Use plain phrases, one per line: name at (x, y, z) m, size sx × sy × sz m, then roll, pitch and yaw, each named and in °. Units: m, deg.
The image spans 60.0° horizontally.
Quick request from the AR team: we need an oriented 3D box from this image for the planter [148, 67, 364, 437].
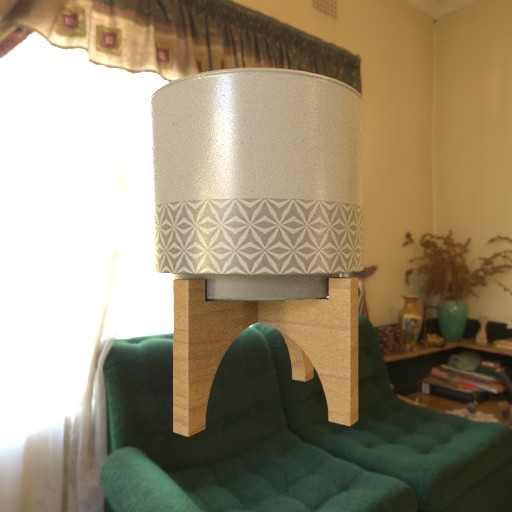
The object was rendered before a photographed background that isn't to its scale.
planter at (0.000, 0.000, 0.526) m, size 0.249 × 0.343 × 0.249 m, roll 0°, pitch 0°, yaw 0°
